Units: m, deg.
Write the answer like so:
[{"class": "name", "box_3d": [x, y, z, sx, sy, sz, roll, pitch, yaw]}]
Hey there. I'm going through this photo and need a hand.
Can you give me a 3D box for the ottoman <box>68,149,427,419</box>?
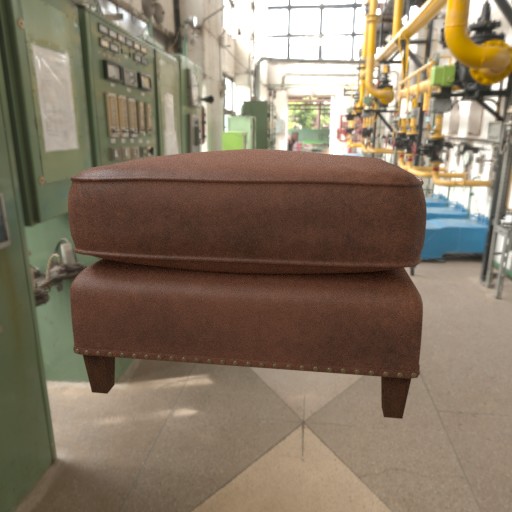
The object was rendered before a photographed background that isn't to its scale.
[{"class": "ottoman", "box_3d": [0.000, 0.000, 1.141, 0.738, 0.537, 0.589, 2, 16, 8]}]
